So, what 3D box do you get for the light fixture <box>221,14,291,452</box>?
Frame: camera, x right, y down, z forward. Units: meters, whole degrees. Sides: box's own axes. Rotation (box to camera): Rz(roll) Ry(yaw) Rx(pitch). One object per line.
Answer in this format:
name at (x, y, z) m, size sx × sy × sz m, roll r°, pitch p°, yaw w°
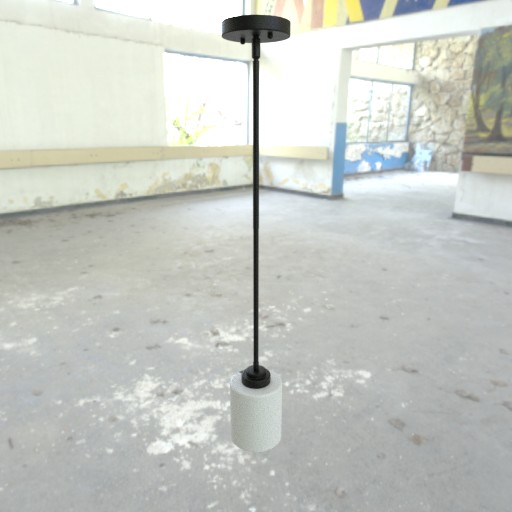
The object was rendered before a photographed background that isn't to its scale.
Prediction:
light fixture at (0.000, 0.000, 0.909) m, size 0.123 × 0.863 × 0.123 m, roll -15°, pitch 22°, yaw -41°
